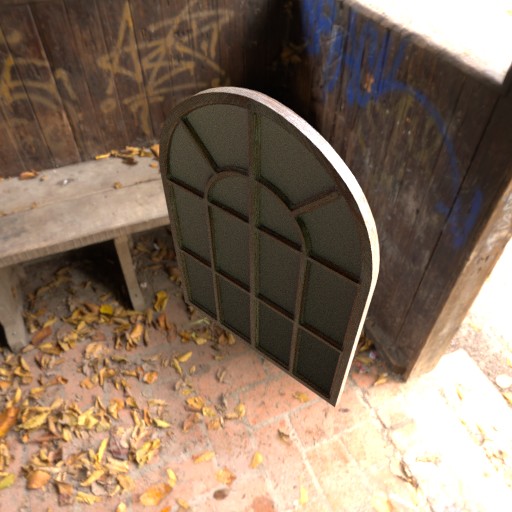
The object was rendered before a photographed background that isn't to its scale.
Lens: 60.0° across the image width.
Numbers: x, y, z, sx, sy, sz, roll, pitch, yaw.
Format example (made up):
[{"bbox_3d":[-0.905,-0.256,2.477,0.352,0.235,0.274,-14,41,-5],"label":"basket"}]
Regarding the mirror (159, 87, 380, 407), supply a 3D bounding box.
[{"bbox_3d":[0.000,0.000,1.203,0.660,0.920,0.032,30,54,25],"label":"mirror"}]
